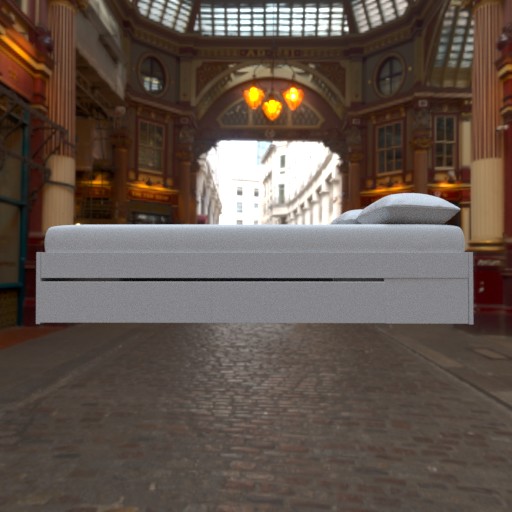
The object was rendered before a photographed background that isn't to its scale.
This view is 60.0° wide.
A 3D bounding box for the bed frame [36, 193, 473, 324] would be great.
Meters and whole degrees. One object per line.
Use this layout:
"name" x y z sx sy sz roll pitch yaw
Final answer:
"bed frame" 0.000 0.000 2.695 1.950 0.629 1.450 0 -1 1
